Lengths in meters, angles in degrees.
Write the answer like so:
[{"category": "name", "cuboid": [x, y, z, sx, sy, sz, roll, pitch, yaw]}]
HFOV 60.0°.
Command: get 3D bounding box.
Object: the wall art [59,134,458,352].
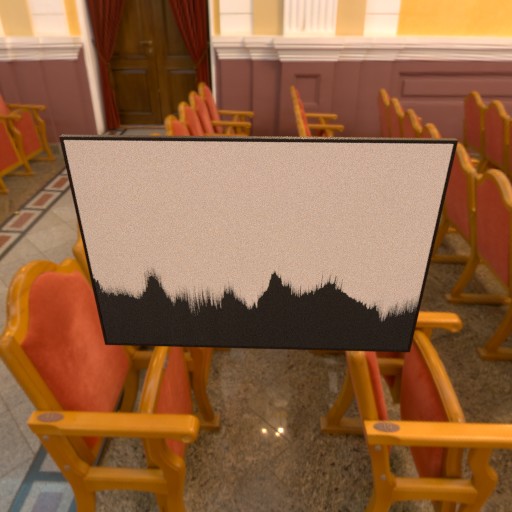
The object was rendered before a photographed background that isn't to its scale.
[{"category": "wall art", "cuboid": [0.000, 0.000, 1.235, 0.957, 0.660, 0.019, 1, 30, 2]}]
